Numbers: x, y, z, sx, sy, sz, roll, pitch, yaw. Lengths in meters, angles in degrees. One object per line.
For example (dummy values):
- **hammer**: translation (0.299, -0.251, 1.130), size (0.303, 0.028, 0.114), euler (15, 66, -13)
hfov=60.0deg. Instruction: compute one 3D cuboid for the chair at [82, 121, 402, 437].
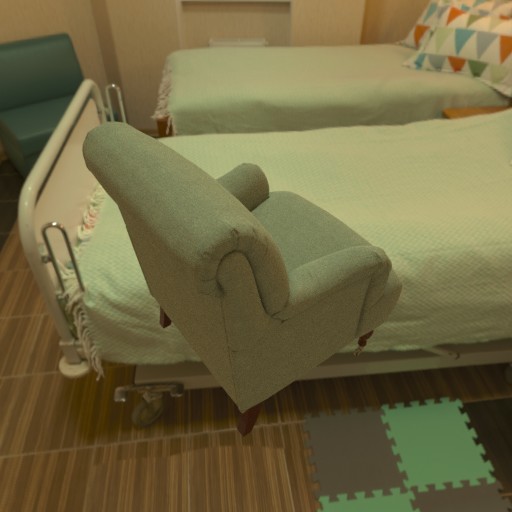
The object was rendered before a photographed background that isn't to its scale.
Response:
- **chair**: translation (0.000, 0.000, 2.000), size (1.060, 1.178, 0.964), euler (-25, 46, -27)
